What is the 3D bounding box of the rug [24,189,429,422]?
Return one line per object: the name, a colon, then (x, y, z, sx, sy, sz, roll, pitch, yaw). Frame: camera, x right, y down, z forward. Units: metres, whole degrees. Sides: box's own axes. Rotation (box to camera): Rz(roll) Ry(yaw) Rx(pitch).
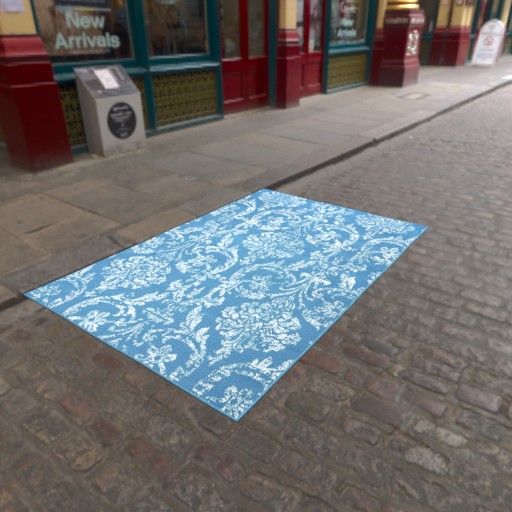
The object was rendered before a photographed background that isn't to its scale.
rug: (0.000, 0.000, 2.303, 1.211, 0.012, 1.833, 18, 32, 32)
